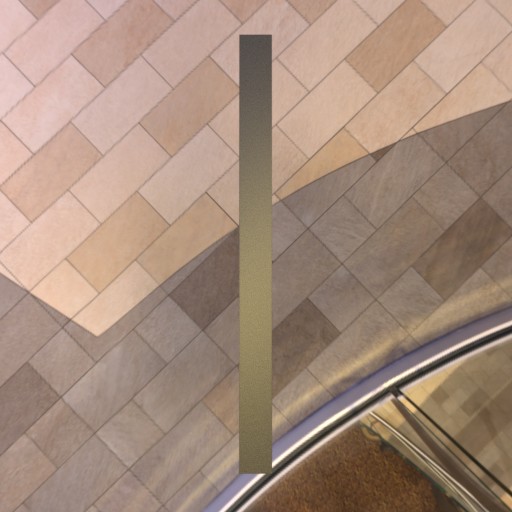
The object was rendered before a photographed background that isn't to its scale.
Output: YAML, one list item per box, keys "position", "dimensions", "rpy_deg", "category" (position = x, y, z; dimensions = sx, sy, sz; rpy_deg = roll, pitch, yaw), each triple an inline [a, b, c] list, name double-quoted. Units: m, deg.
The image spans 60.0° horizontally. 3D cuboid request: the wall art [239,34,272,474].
- position: [0.000, 0.000, 0.766]
  dimensions: [0.038, 0.508, 0.508]
  rpy_deg: [0, 89, 0]
  category: "wall art"
